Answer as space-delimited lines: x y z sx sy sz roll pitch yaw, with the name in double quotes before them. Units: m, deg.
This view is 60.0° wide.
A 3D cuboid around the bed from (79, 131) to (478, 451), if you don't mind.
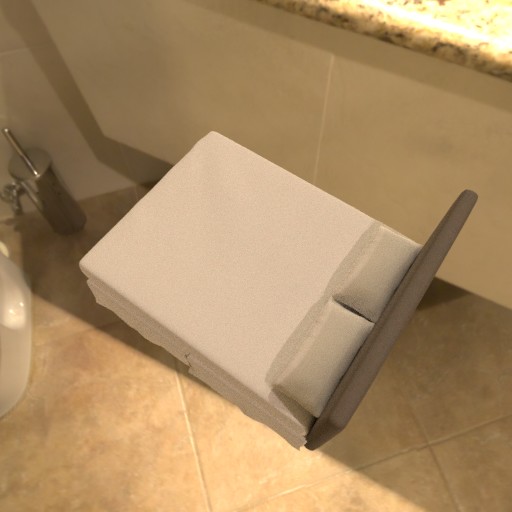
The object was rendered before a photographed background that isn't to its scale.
"bed" 0.000 0.000 3.195 2.142 1.330 1.723 32 67 16
